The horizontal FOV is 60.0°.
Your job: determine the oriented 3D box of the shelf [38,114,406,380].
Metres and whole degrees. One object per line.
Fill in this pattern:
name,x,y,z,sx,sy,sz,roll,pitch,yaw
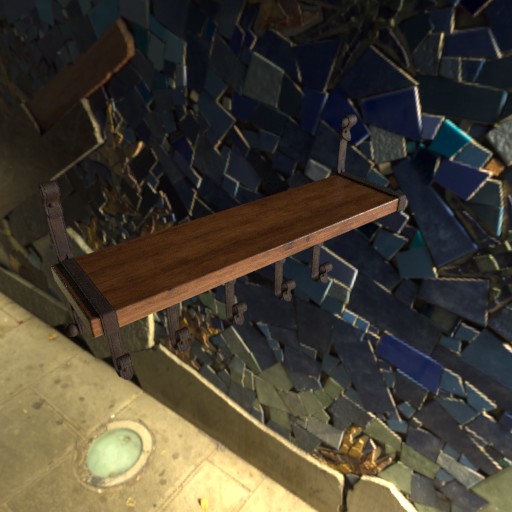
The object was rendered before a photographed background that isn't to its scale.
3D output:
shelf,0.000,0.000,0.689,0.567,0.330,0.146,-22,38,-31
